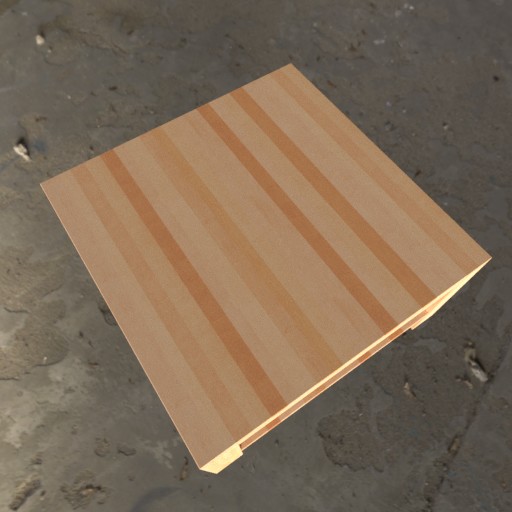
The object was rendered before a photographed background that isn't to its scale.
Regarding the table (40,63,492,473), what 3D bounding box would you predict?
[{"bbox_3d":[0.000,0.000,1.426,0.900,0.450,0.900,-31,67,-15],"label":"table"}]
